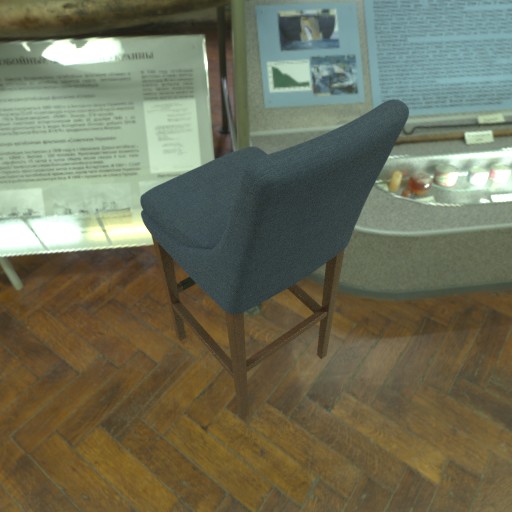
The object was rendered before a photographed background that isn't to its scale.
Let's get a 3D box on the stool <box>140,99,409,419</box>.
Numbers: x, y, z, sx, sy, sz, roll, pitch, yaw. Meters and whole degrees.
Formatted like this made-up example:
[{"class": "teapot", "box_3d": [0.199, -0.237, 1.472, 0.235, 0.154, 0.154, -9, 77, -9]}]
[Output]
[{"class": "stool", "box_3d": [0.000, 0.000, 1.363, 0.470, 1.078, 0.577, -29, 52, -26]}]
